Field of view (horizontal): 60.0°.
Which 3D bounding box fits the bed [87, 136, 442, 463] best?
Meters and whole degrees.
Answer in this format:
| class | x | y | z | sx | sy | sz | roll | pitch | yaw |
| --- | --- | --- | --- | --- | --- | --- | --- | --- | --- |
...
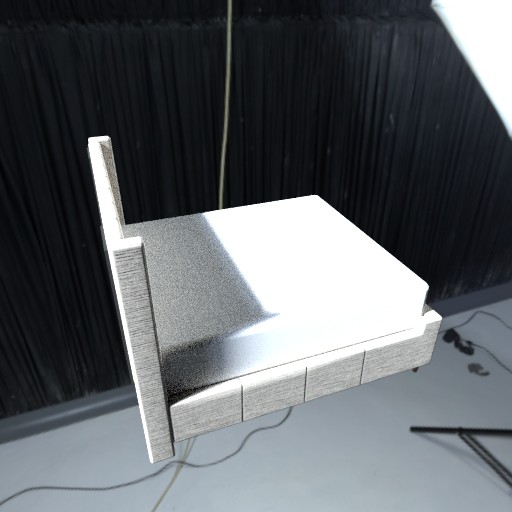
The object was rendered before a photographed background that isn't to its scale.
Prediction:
| class | x | y | z | sx | sy | sz | roll | pitch | yaw |
| --- | --- | --- | --- | --- | --- | --- | --- | --- | --- |
| bed | 0.000 | 0.000 | 3.799 | 2.370 | 1.743 | 2.045 | -11 | 33 | -18 |
